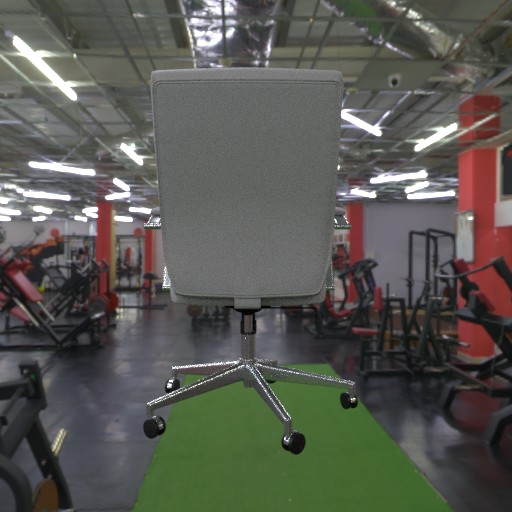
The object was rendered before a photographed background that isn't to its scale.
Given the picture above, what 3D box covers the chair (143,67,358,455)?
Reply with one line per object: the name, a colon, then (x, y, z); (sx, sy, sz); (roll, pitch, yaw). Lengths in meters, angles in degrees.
chair: (0.000, 0.000, 1.580); (0.727, 1.099, 0.745); (0, 0, 0)
